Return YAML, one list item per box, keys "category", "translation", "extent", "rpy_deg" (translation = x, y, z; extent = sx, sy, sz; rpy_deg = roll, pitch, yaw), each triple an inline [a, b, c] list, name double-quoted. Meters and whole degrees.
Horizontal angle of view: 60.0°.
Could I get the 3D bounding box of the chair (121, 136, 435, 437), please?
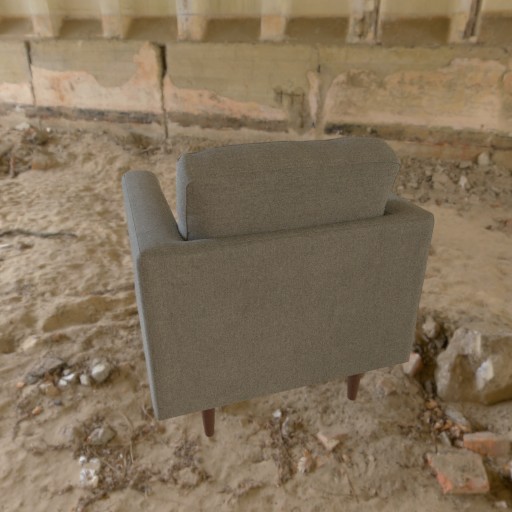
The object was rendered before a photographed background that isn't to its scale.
- category: "chair"
  translation: [0.000, 0.000, 1.587]
  extent: [0.855, 0.927, 0.800]
  rpy_deg: [-8, 28, -16]
